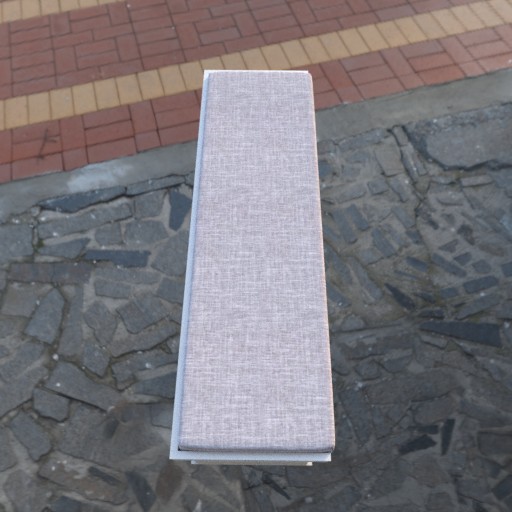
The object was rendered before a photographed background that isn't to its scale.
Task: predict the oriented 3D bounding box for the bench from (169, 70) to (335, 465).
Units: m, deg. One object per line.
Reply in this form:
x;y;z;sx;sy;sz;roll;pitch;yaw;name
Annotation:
0.000;0.000;1.413;0.363;0.453;1.196;1;63;0;bench
